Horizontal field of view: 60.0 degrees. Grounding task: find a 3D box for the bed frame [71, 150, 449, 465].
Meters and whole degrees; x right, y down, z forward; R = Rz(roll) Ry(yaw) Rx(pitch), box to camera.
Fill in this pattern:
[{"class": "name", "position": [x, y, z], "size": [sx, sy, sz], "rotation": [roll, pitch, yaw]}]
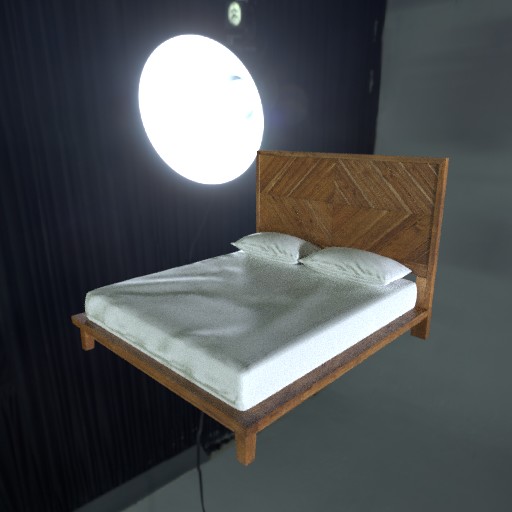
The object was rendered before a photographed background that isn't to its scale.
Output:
[{"class": "bed frame", "position": [0.000, 0.000, 3.579], "size": [2.038, 1.537, 2.235], "rotation": [15, 22, 42]}]
